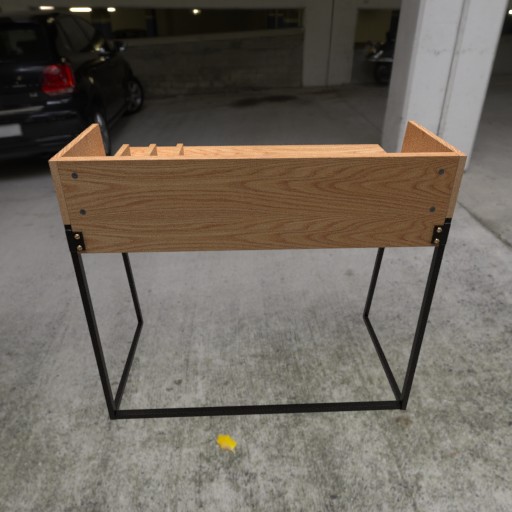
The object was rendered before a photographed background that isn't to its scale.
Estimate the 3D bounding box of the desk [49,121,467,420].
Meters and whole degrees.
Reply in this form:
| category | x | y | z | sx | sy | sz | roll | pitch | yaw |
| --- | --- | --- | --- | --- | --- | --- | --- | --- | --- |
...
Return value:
| category | x | y | z | sx | sy | sz | roll | pitch | yaw |
| --- | --- | --- | --- | --- | --- | --- | --- | --- | --- |
| desk | 0.000 | 0.000 | 1.844 | 1.191 | 1.061 | 0.769 | -1 | 30 | -2 |
